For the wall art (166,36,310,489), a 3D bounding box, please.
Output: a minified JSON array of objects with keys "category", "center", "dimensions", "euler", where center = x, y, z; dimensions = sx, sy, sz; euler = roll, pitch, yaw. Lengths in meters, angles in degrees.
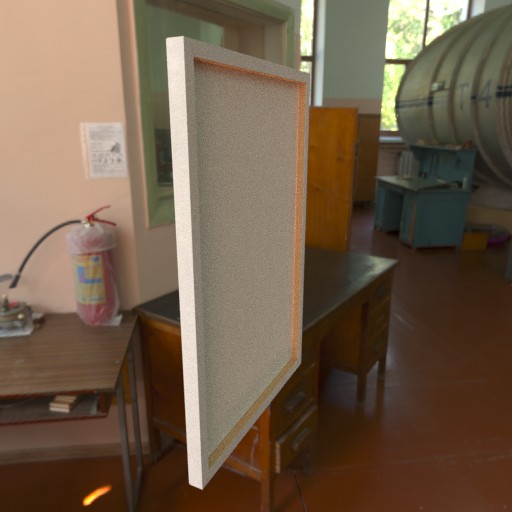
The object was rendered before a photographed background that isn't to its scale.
[{"category":"wall art","center":[0.000,0.000,1.120],"dimensions":[0.038,0.912,0.607],"euler":[8,18,25]}]
